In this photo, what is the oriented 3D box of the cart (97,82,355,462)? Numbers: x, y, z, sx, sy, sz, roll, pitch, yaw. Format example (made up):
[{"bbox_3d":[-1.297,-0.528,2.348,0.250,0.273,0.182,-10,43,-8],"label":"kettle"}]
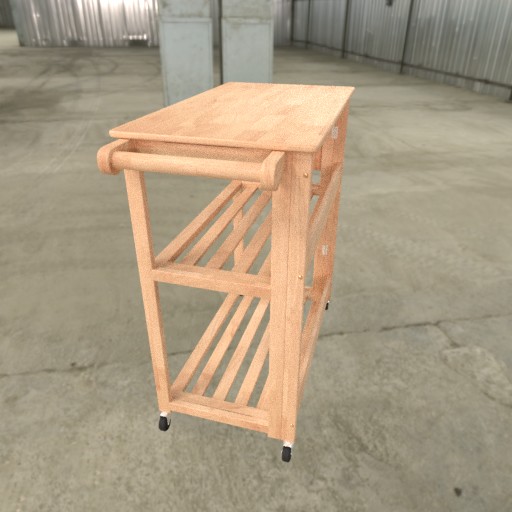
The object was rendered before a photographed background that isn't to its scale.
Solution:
[{"bbox_3d":[0.000,0.000,1.348,0.432,0.879,0.853,8,30,14],"label":"cart"}]
